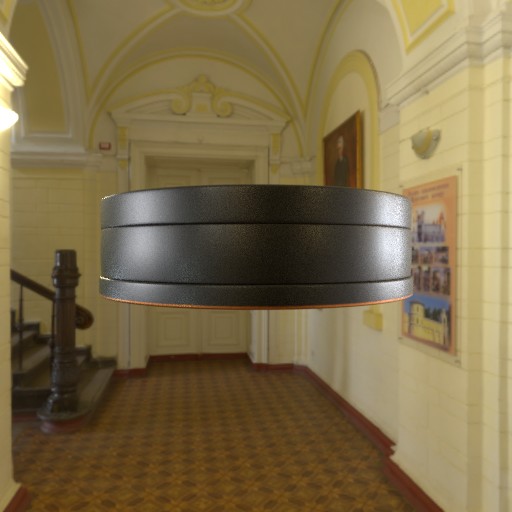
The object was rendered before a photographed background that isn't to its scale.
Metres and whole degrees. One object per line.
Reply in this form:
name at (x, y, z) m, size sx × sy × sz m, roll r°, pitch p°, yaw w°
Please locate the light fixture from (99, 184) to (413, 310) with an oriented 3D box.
light fixture at (0.000, 0.000, 0.424) m, size 0.283 × 0.097 × 0.283 m, roll 0°, pitch 1°, yaw 0°
